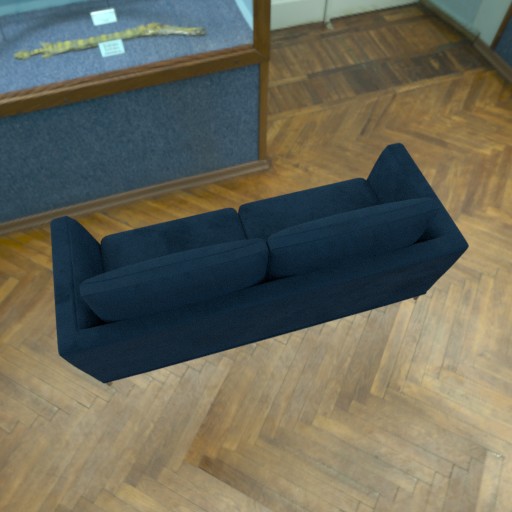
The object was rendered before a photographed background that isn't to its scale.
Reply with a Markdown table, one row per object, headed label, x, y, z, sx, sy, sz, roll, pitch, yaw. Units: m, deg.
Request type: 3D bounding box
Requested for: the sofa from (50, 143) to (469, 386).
| label | x | y | z | sx | sy | sz | roll | pitch | yaw |
| --- | --- | --- | --- | --- | --- | --- | --- | --- | --- |
| sofa | 0.000 | 0.000 | 2.684 | 2.212 | 0.998 | 0.853 | -14 | 59 | -9 |
